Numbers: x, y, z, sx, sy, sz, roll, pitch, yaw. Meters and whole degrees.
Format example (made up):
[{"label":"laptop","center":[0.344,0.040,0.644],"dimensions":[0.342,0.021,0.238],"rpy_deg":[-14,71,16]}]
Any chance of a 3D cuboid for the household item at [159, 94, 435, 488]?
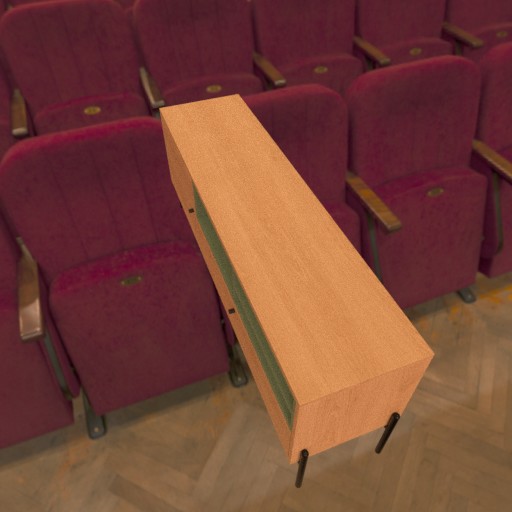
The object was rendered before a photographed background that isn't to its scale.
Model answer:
[{"label":"household item","center":[0.000,0.000,1.785],"dimensions":[0.400,0.600,1.550],"rpy_deg":[-16,48,-14]}]
